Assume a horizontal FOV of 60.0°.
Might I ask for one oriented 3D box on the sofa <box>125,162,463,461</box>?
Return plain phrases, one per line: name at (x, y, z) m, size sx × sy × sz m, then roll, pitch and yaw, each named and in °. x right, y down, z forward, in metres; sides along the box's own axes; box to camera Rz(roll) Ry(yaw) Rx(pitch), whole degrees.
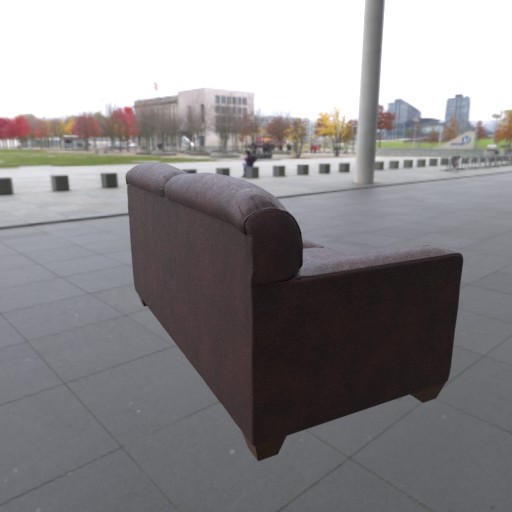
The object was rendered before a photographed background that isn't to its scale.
sofa at (0.000, 0.000, 2.381) m, size 1.000 × 0.966 × 1.856 m, roll -7°, pitch 16°, yaw -26°
